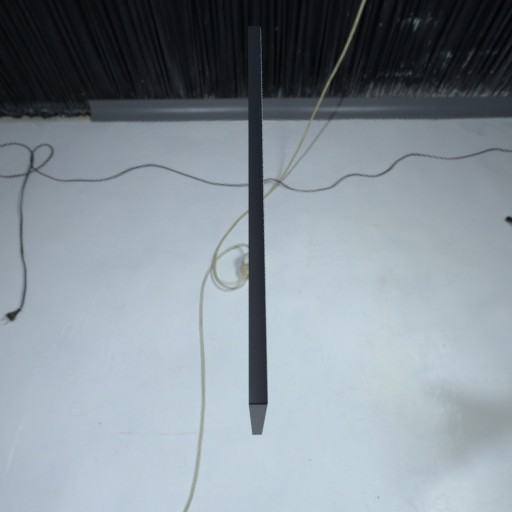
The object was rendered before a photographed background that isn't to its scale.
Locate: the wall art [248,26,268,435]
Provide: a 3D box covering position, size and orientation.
[{"bbox_3d":[0.000,0.000,0.731,0.018,0.450,0.521,0,65,0],"label":"wall art"}]
